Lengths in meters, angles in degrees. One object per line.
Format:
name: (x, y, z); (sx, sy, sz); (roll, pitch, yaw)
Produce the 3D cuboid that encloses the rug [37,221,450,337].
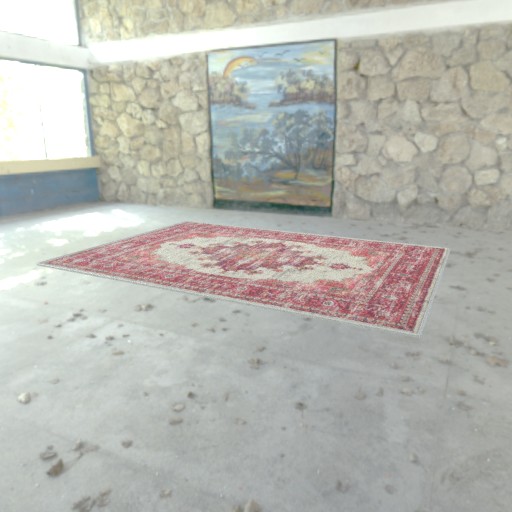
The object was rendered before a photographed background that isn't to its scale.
rug: (0.000, 0.000, 2.262); (1.747, 0.011, 1.217); (8, 17, 26)
